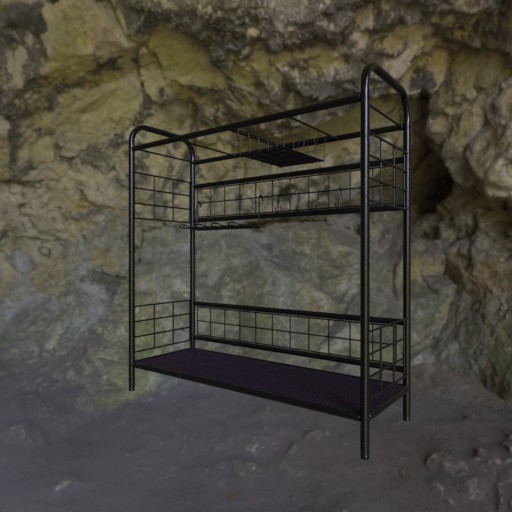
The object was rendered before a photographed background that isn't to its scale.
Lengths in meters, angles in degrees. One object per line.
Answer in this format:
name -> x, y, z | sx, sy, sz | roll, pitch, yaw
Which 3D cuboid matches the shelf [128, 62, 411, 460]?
shelf -> 0.000, 0.000, 1.537 | 0.961, 1.026, 0.350 | 0, 0, 37
